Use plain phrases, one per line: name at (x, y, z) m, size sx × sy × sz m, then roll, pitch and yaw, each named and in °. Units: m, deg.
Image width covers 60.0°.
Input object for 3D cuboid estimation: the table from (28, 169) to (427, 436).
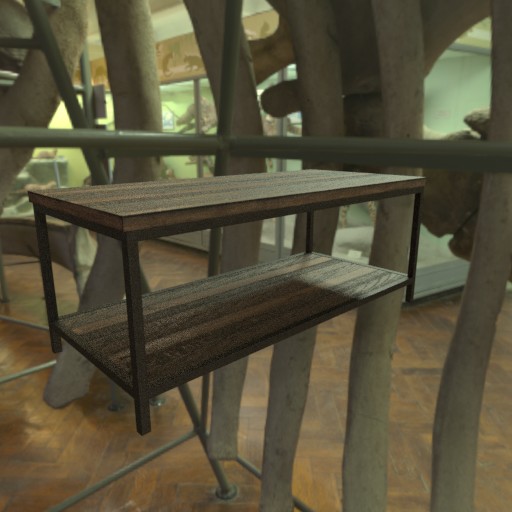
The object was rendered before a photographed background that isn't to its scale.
table at (0.000, 0.000, 1.220) m, size 0.990 × 0.399 × 0.452 m, roll -14°, pitch 20°, yaw -41°
